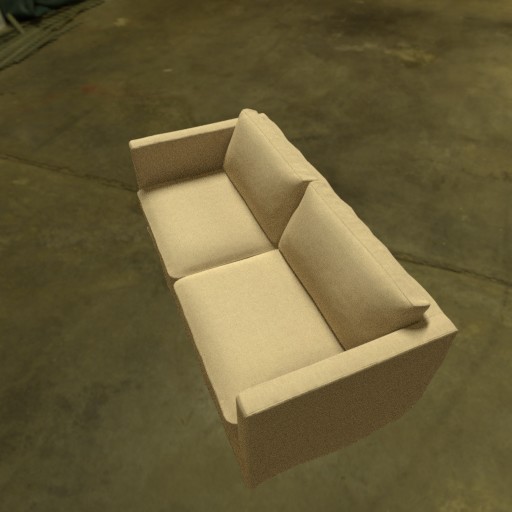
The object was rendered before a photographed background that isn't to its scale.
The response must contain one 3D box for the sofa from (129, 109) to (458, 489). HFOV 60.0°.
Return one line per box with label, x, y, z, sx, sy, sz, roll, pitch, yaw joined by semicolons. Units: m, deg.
sofa;0.000;0.000;2.447;0.962;0.835;1.959;-17;48;-16
